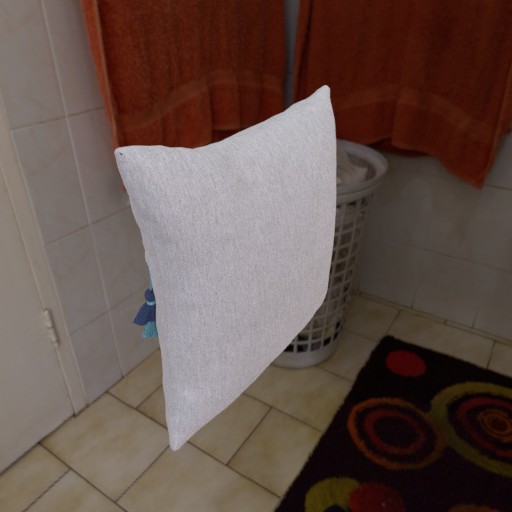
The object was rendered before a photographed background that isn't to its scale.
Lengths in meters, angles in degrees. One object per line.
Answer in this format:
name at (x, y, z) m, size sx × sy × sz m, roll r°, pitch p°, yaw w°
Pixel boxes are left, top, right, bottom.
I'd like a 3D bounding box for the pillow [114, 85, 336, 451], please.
pillow at (0.000, 0.000, 0.679) m, size 0.173 × 0.436 × 0.433 m, roll 20°, pitch 36°, yaw 30°
